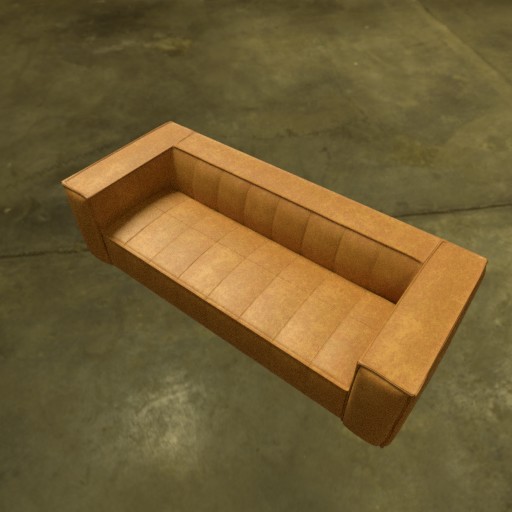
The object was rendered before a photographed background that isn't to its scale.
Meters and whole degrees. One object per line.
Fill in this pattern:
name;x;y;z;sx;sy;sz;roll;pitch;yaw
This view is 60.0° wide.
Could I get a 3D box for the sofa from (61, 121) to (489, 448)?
sofa;0.000;0.000;2.985;2.581;0.701;1.102;29;53;25
